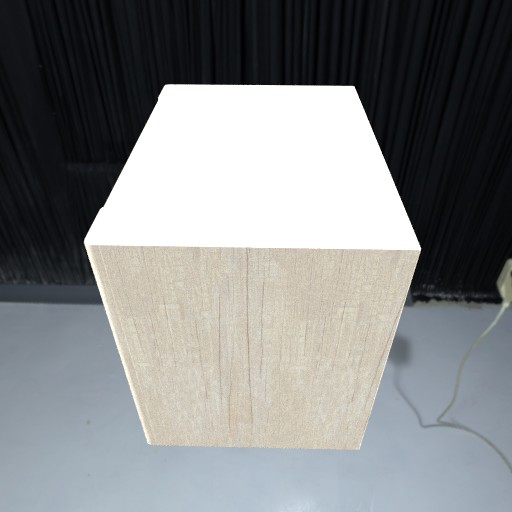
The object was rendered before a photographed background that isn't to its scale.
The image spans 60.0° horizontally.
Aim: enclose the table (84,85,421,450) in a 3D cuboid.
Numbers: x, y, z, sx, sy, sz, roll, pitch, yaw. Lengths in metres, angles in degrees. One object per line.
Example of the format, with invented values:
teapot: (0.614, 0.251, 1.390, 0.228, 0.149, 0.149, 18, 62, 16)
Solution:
table: (0.000, 0.000, 0.929, 0.420, 0.510, 0.570, 1, 40, 1)
